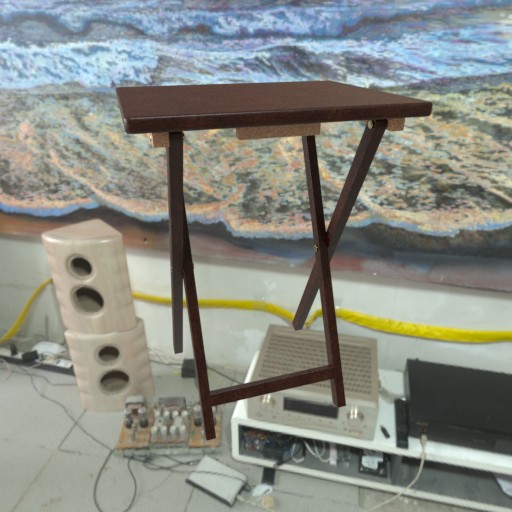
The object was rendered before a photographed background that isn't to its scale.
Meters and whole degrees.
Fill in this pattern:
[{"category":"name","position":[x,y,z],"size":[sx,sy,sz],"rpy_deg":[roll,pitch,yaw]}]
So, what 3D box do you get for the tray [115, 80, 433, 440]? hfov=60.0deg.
[{"category":"tray","position":[0.000,0.000,0.954],"size":[0.483,0.660,0.381],"rpy_deg":[-8,28,-16]}]
